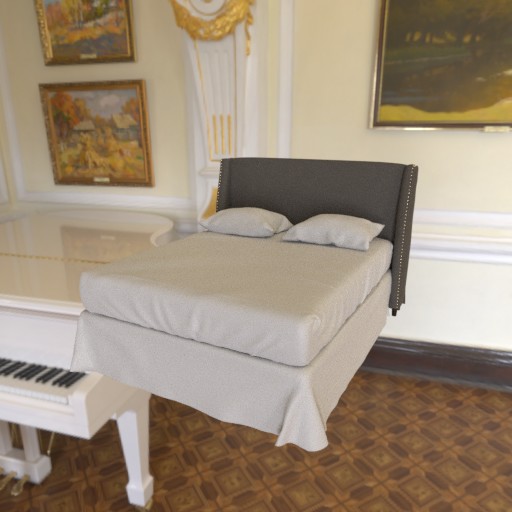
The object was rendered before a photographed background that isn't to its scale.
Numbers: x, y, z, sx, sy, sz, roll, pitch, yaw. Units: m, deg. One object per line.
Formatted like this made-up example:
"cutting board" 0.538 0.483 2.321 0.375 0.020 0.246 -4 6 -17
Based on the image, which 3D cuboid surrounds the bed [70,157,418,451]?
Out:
"bed" 0.000 0.000 3.403 1.925 1.332 2.276 9 18 27
